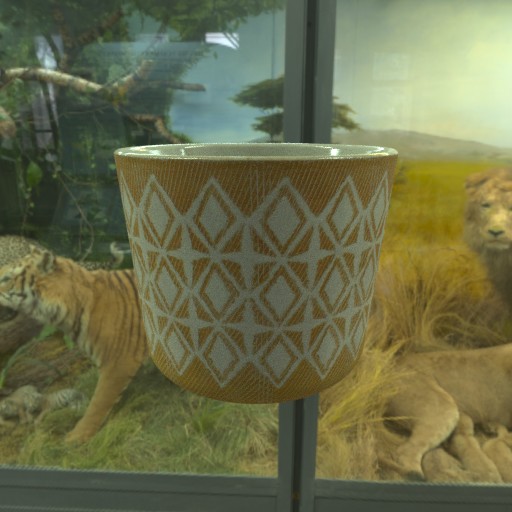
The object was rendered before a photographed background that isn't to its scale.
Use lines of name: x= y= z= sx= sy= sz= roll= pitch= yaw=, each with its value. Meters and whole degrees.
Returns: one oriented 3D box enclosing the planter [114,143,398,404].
planter: x=0.000 y=0.000 z=0.220 sx=0.126 sy=0.104 sz=0.126 roll=0 pitch=16 yaw=0
